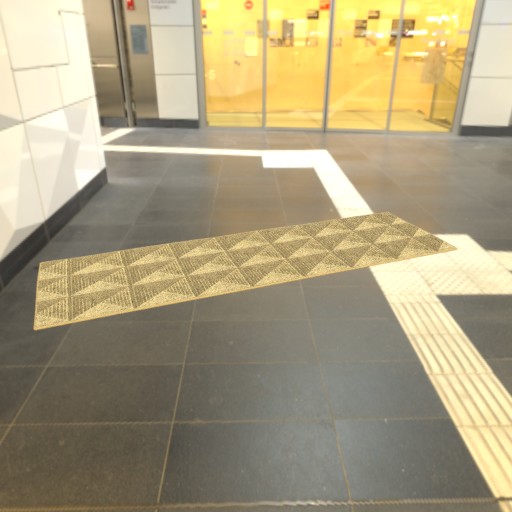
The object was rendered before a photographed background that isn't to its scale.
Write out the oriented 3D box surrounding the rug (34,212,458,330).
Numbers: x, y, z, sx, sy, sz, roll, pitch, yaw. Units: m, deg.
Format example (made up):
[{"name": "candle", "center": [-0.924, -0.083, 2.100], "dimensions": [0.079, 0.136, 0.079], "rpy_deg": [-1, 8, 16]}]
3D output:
[{"name": "rug", "center": [0.000, 0.000, 2.402], "dimensions": [2.182, 0.015, 0.645], "rpy_deg": [-9, 27, -19]}]
